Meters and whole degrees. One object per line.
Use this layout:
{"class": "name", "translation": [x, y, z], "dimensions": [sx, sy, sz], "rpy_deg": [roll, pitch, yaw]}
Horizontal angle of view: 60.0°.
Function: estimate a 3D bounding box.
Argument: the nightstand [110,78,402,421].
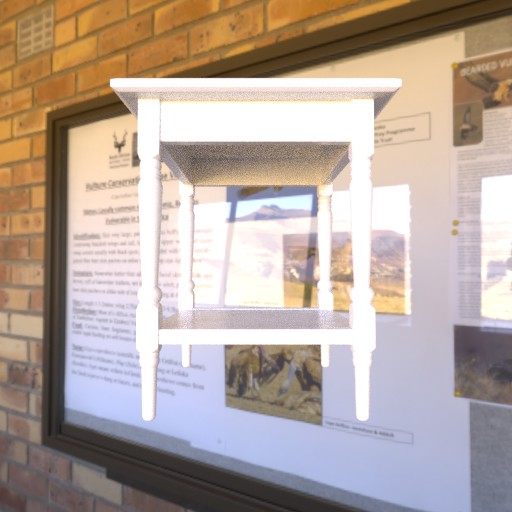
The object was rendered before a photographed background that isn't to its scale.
{"class": "nightstand", "translation": [0.000, 0.000, 0.943], "dimensions": [0.459, 0.555, 0.505], "rpy_deg": [0, -2, 0]}
